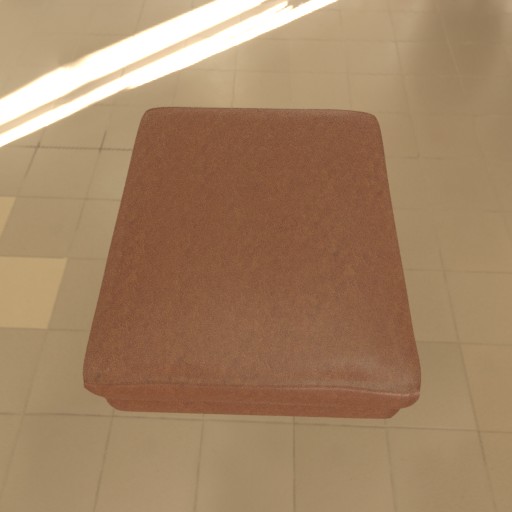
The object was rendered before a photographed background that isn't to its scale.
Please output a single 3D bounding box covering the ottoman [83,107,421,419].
[{"bbox_3d":[0.000,0.000,1.449,0.836,0.472,0.987,1,59,1],"label":"ottoman"}]
